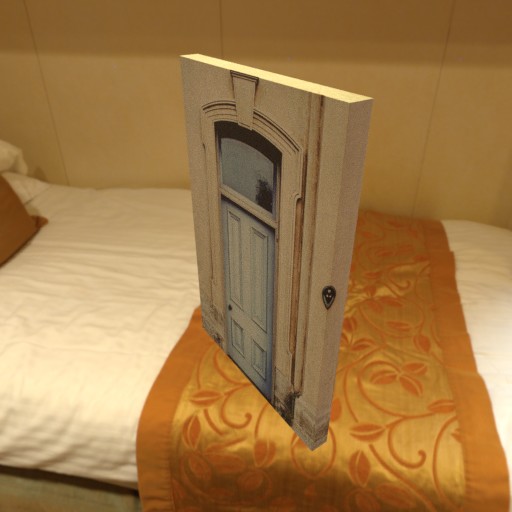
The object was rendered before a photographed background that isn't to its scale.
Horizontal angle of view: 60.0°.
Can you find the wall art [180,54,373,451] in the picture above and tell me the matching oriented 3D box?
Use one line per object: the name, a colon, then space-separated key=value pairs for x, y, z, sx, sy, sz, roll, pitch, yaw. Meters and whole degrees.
wall art: x=0.000 y=0.000 z=0.782 sx=0.036 sy=0.607 sz=0.403 roll=-20 pitch=37 yaw=-29
